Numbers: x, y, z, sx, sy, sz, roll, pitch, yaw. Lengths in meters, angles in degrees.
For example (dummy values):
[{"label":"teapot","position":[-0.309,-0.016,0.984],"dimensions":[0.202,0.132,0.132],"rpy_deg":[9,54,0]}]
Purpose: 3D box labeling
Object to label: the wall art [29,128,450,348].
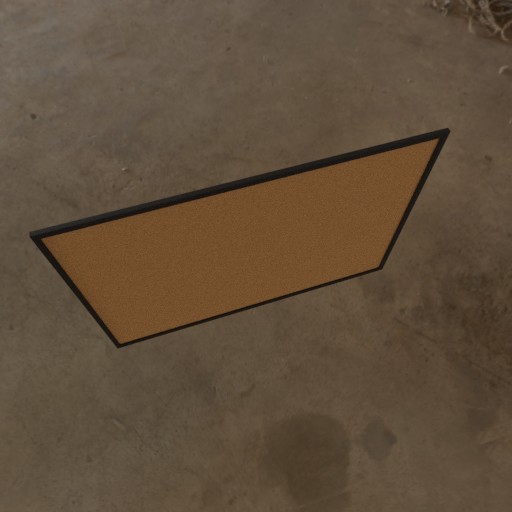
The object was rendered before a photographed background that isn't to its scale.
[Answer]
[{"label":"wall art","position":[0.000,0.000,1.256],"dimensions":[0.963,0.665,0.013],"rpy_deg":[-16,60,-9]}]
